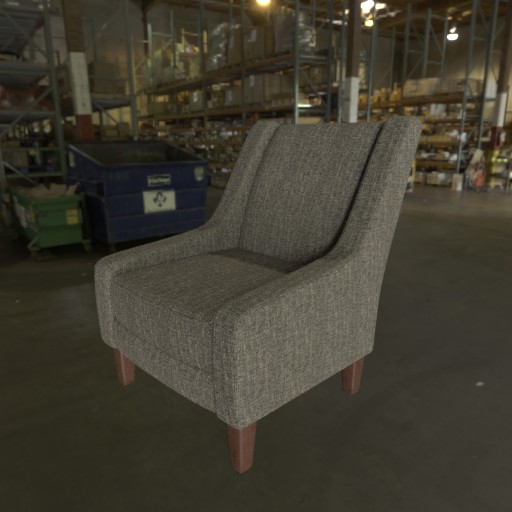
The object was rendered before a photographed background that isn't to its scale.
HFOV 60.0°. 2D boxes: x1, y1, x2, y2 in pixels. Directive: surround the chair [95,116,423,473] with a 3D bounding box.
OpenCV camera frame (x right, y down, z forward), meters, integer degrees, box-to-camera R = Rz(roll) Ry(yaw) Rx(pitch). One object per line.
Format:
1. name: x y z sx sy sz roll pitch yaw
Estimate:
1. chair: 0.000 0.000 1.669 0.793 1.012 0.944 14 21 43
